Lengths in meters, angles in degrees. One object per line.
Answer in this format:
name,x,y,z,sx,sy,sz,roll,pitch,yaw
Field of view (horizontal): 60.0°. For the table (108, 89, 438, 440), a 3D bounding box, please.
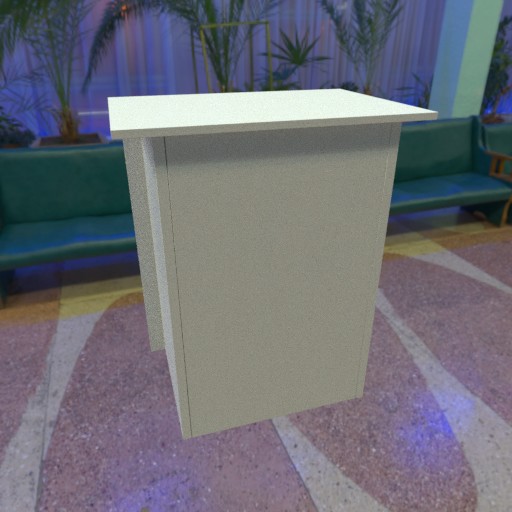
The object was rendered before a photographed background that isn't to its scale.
table,0.000,0.000,1.086,0.589,0.711,0.406,-8,28,-15
